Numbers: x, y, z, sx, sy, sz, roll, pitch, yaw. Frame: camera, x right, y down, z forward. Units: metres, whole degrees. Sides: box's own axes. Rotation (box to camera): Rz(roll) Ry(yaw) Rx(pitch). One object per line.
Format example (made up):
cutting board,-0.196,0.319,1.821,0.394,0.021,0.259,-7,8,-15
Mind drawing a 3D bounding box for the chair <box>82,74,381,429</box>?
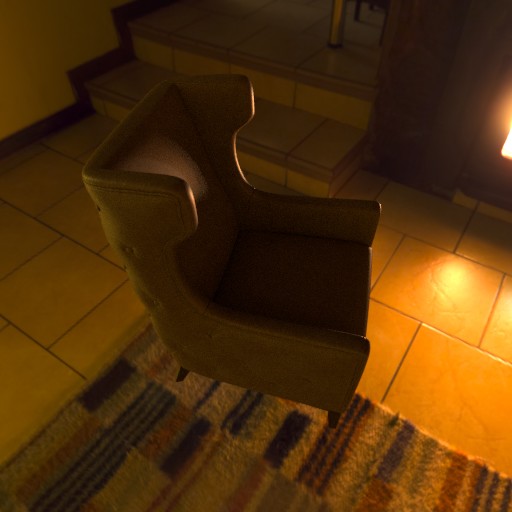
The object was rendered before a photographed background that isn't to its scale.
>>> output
chair,0.000,0.000,1.673,0.899,1.079,0.769,10,47,10
